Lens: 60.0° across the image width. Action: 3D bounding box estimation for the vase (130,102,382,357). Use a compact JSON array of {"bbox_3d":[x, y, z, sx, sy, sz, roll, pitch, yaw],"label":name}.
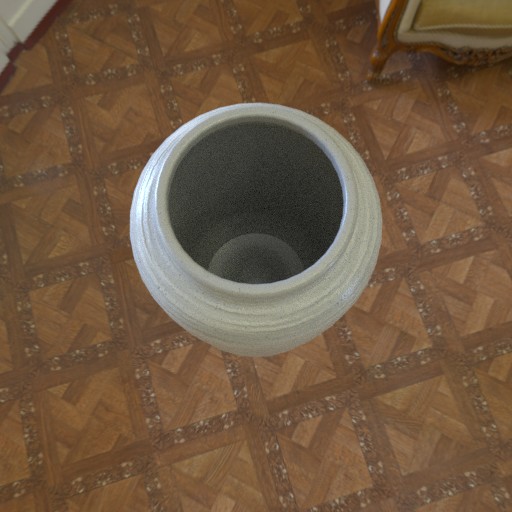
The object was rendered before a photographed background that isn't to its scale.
[{"bbox_3d":[0.000,0.000,0.459,0.202,0.335,0.202,0,76,0],"label":"vase"}]
